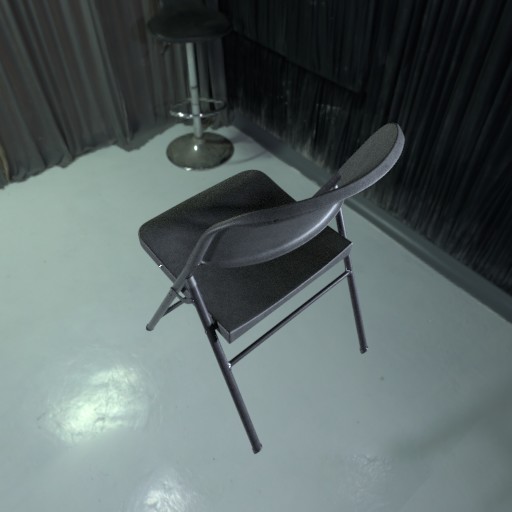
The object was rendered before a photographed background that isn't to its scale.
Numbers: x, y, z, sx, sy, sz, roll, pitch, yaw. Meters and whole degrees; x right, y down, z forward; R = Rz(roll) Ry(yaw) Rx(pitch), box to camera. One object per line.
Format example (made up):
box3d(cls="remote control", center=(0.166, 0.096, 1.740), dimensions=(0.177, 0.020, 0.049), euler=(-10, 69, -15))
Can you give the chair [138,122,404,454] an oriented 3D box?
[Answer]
box3d(cls="chair", center=(0.000, 0.000, 1.160), dimensions=(0.494, 0.810, 0.566), euler=(-33, 55, -27))
